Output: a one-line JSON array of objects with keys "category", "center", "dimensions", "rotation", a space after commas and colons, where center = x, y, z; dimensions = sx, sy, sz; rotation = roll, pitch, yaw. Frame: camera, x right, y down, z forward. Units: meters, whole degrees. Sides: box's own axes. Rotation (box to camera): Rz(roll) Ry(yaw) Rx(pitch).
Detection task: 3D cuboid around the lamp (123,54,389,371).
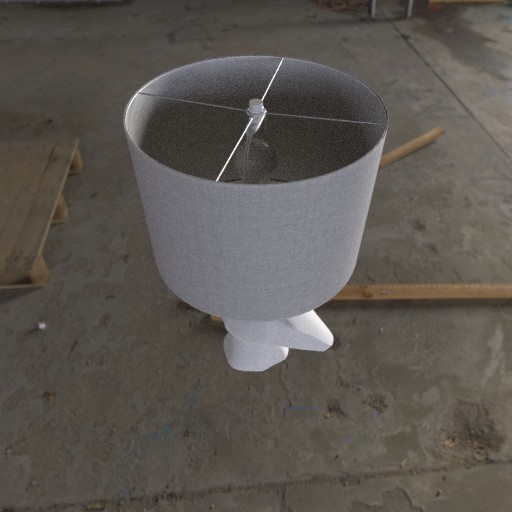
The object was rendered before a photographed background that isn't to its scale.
[{"category": "lamp", "center": [0.000, 0.000, 0.685], "dimensions": [0.298, 0.503, 0.298], "rotation": [11, 47, 10]}]
